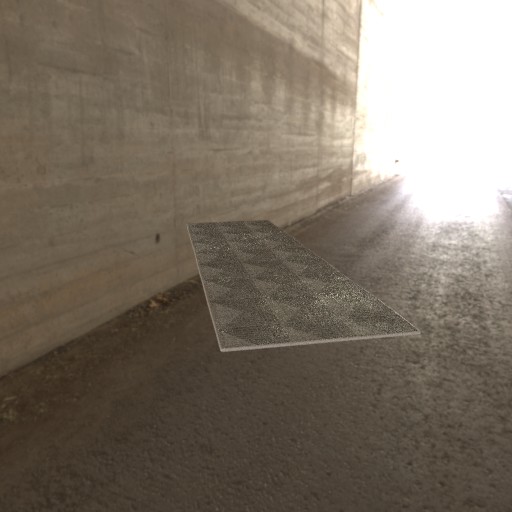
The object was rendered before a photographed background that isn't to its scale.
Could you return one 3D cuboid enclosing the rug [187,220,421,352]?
[{"bbox_3d":[0.000,0.000,2.379,0.645,0.015,2.182,-3,14,-11],"label":"rug"}]
